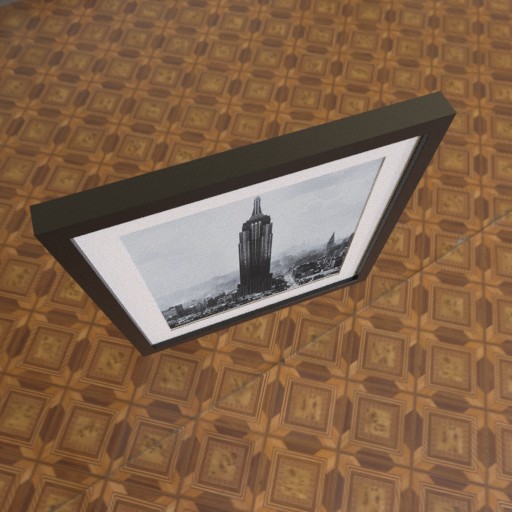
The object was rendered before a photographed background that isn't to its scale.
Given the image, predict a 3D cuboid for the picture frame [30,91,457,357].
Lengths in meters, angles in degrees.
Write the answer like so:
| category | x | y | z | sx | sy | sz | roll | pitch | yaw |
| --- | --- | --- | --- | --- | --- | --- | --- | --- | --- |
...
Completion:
| category | x | y | z | sx | sy | sz | roll | pitch | yaw |
| --- | --- | --- | --- | --- | --- | --- | --- | --- | --- |
| picture frame | 0.000 | 0.000 | 0.514 | 0.355 | 0.353 | 0.029 | -18 | 64 | -9 |
